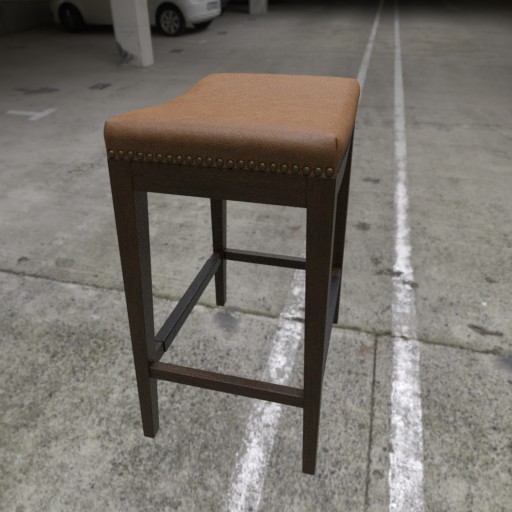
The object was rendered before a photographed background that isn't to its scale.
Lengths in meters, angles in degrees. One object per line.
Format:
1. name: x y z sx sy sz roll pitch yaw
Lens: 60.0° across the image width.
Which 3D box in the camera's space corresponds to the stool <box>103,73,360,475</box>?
1. stool: 0.000 0.000 0.939 0.361 0.660 0.500 7 31 12
